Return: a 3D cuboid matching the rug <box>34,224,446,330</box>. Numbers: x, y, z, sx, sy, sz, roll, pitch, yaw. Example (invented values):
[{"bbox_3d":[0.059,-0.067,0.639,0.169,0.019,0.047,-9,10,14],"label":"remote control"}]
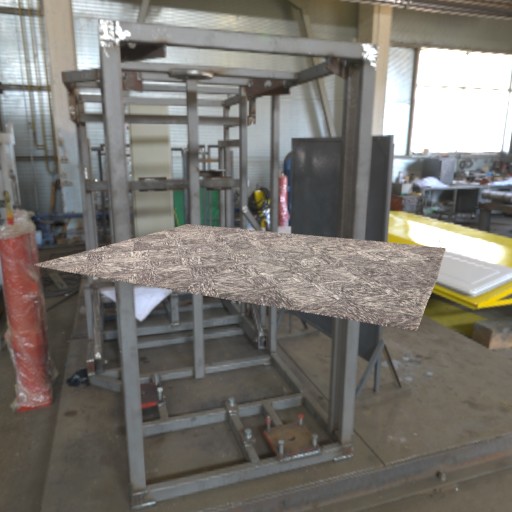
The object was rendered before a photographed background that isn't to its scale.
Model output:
[{"bbox_3d":[0.000,0.000,5.351,4.093,0.020,2.997,7,15,26],"label":"rug"}]
